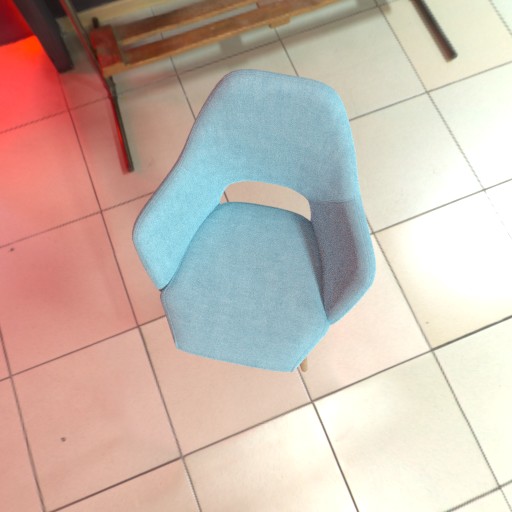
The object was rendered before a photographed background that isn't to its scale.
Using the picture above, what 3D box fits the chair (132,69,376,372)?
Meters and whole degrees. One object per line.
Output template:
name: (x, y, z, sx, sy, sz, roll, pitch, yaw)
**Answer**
chair: (0.000, 0.000, 1.267, 0.590, 0.840, 0.610, 11, 76, 3)
